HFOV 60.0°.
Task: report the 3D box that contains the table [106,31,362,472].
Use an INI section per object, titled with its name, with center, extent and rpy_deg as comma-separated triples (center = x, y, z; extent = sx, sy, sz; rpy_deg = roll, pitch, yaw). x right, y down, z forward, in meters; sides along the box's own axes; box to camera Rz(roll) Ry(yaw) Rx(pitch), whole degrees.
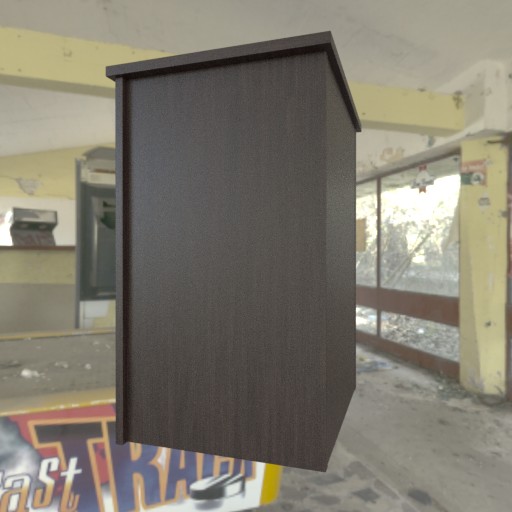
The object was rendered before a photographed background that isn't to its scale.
[table]
center = 0.000, 0.000, 0.911
extent = 0.381, 0.635, 0.480
rpy_deg = 0, 0, 18
